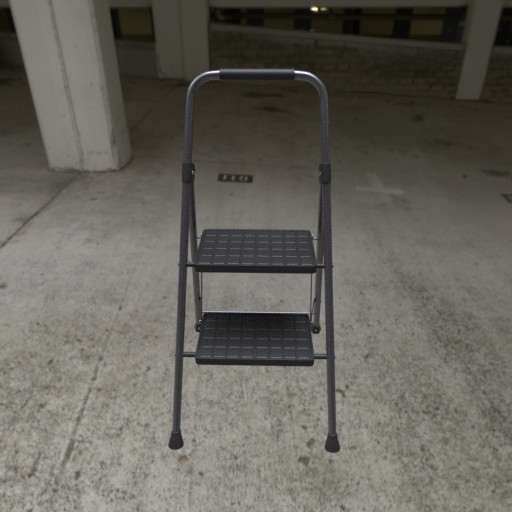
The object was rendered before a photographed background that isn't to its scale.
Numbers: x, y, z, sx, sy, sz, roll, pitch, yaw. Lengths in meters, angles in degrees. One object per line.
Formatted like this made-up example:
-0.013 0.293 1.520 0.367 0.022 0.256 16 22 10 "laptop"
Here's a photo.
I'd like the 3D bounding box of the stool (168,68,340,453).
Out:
0.000 0.000 1.148 0.450 0.872 0.514 1 30 1 "stool"
